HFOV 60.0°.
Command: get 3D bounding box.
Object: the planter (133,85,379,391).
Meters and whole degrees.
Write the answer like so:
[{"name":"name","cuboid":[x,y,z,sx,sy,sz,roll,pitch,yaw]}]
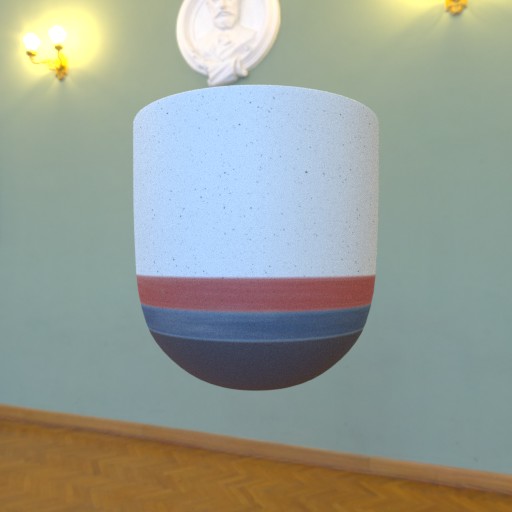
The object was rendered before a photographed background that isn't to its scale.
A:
[{"name":"planter","cuboid":[0.000,0.000,0.380,0.204,0.214,0.204,0,-1,0]}]
